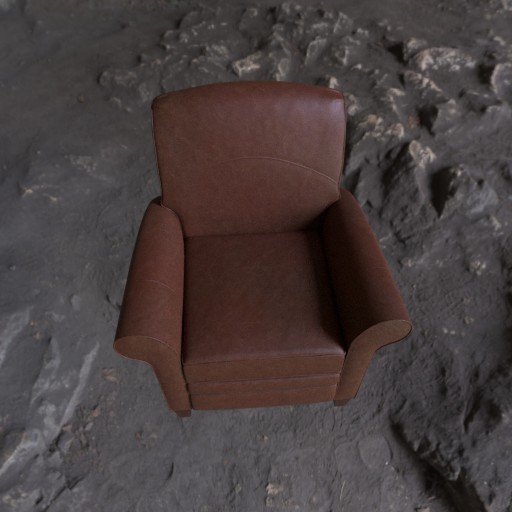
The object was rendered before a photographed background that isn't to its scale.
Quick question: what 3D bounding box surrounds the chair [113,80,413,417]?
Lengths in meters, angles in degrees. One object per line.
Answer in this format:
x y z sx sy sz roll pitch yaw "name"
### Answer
0.000 0.000 1.784 0.978 1.061 0.902 -3 46 -3 "chair"
